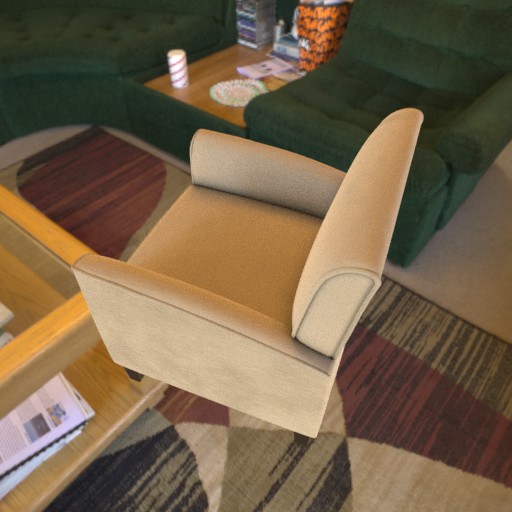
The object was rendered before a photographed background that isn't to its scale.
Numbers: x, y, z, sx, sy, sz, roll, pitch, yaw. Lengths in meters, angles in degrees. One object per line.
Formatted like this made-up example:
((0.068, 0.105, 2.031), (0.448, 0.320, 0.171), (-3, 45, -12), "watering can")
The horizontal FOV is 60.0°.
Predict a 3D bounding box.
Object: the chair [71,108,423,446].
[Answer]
((0.000, 0.000, 1.524), (0.821, 0.915, 0.820), (16, 48, 15), "chair")
